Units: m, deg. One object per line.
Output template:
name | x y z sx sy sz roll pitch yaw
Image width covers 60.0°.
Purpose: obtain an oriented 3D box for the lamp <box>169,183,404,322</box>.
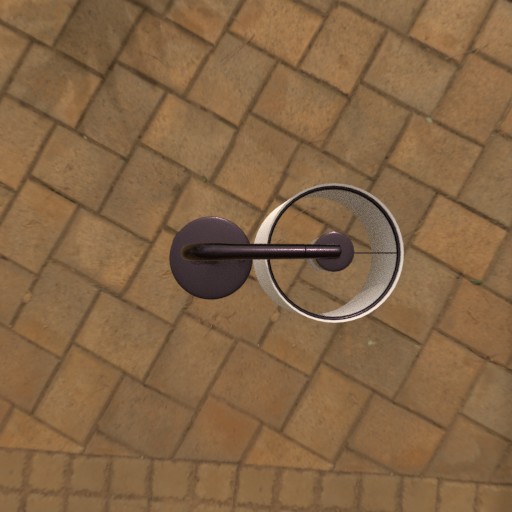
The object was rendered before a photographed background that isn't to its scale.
lamp | 0.000 0.000 0.657 0.333 0.489 0.171 0 89 -1
